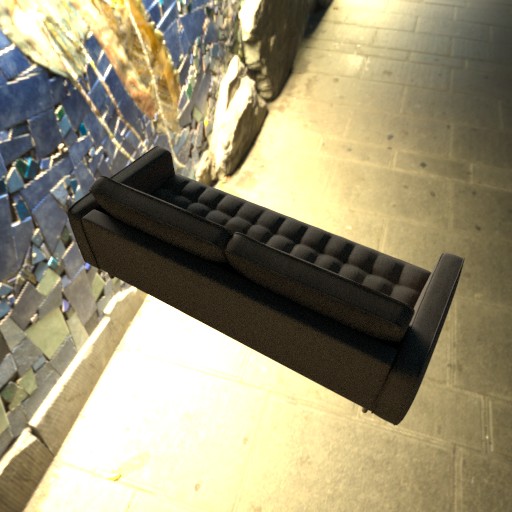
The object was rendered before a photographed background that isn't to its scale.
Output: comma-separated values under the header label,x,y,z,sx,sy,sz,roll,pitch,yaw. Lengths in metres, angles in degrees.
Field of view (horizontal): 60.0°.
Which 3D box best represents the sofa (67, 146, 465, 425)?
label,x,y,z,sx,sy,sz,roll,pitch,yaw
sofa,0.000,0.000,2.765,2.295,0.813,0.923,24,51,21
